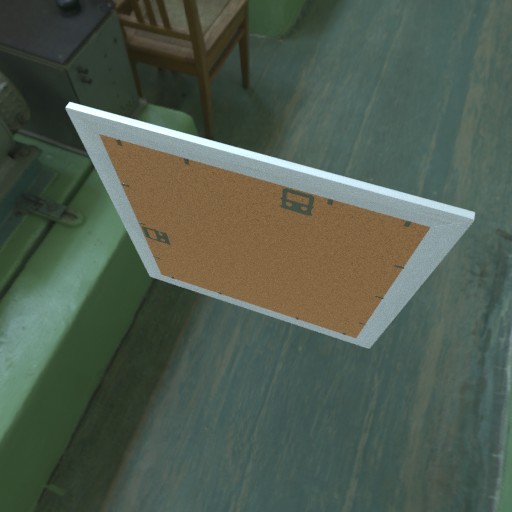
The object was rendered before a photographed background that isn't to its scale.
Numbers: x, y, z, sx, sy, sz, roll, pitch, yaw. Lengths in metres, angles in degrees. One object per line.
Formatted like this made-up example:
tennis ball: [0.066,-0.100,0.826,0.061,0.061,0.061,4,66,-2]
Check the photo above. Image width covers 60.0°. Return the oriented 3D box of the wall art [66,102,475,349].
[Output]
wall art: [0.000,0.000,0.860,0.584,0.584,0.013,17,64,9]
